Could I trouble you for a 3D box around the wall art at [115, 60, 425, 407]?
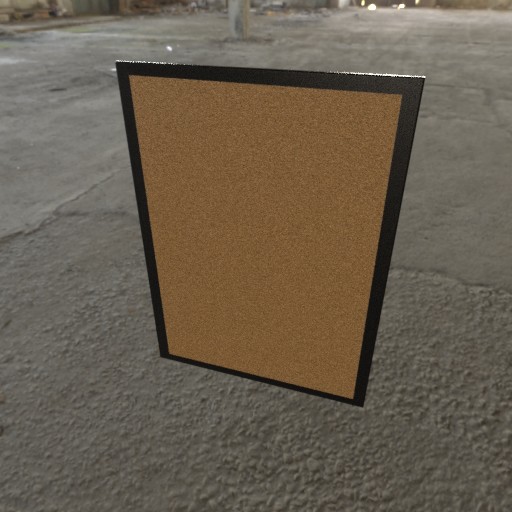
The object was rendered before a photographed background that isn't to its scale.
[{"bbox_3d":[0.000,0.000,1.226,0.707,0.967,0.013,10,33,15],"label":"wall art"}]
